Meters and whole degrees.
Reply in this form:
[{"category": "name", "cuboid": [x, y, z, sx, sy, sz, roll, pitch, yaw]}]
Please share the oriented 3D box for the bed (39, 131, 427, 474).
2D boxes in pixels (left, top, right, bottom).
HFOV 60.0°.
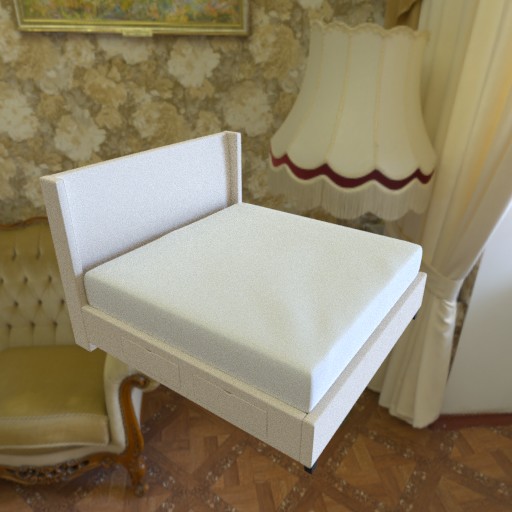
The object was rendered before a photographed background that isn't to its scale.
[{"category": "bed", "cuboid": [0.000, 0.000, 3.667, 2.293, 1.471, 2.145, 17, 31, 31]}]
